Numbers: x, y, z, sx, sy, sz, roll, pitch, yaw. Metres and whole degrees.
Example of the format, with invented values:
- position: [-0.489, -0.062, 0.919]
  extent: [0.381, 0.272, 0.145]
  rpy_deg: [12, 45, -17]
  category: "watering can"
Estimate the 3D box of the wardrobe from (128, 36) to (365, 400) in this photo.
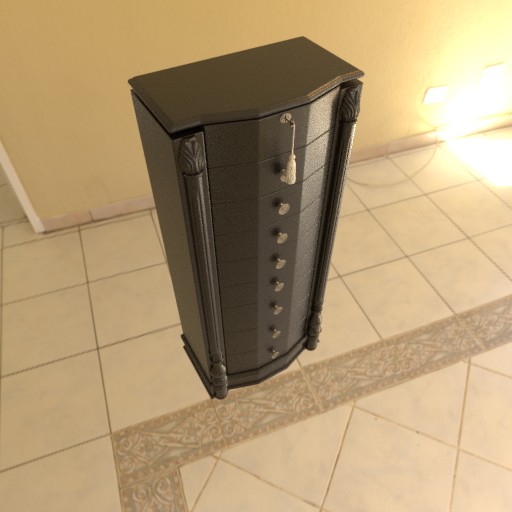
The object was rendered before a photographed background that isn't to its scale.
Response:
- position: [0.000, 0.000, 1.236]
  extent: [0.444, 1.011, 0.295]
  rpy_deg: [-23, 51, -20]
  category: "wardrobe"
